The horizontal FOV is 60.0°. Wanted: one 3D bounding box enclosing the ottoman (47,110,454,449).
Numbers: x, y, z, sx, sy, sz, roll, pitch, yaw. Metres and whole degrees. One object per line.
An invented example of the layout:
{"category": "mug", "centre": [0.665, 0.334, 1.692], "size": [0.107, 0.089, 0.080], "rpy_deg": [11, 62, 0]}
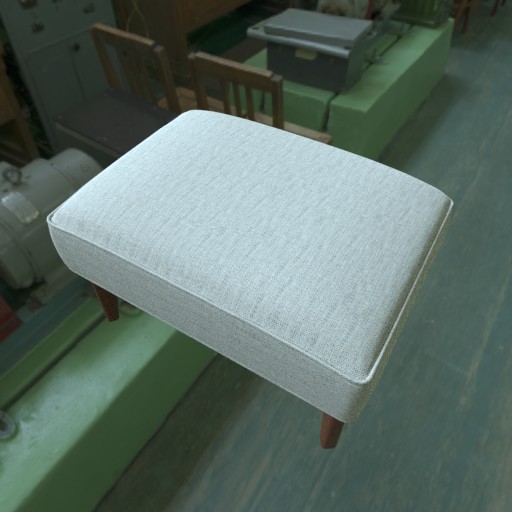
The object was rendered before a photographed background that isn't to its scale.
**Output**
{"category": "ottoman", "centre": [0.000, 0.000, 1.146], "size": [0.794, 0.465, 0.594], "rpy_deg": [24, 52, 21]}
